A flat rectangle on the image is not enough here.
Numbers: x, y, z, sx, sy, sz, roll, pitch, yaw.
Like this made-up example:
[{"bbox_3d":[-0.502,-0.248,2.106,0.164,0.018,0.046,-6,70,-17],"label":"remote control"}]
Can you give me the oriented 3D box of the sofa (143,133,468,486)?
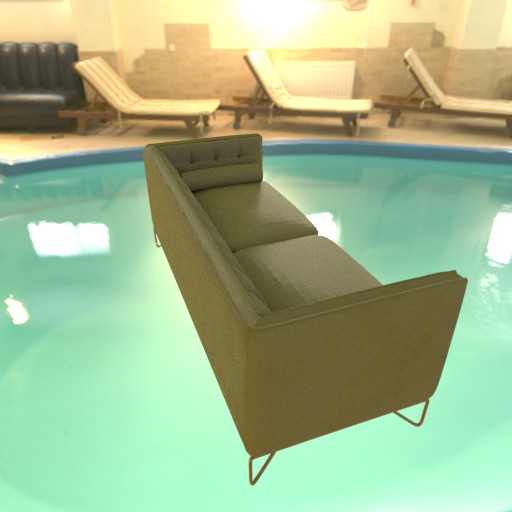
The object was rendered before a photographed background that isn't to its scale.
[{"bbox_3d":[0.000,0.000,2.461,0.867,0.789,2.087,-11,32,-18],"label":"sofa"}]
